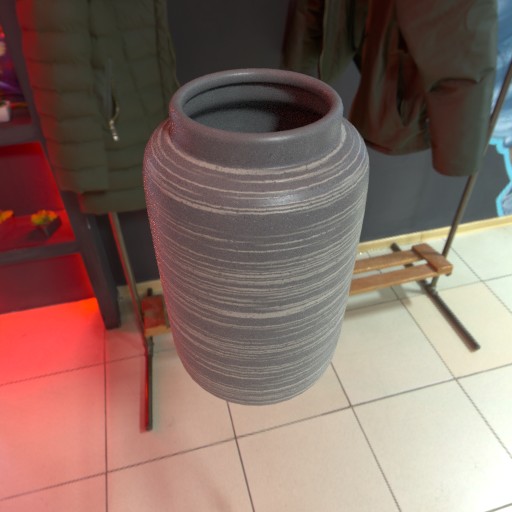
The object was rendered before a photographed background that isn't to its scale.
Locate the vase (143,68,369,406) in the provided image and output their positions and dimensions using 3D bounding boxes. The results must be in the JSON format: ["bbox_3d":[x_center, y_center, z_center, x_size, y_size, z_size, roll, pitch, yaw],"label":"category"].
[{"bbox_3d":[0.000,0.000,0.685,0.297,0.499,0.297,0,42,0],"label":"vase"}]
